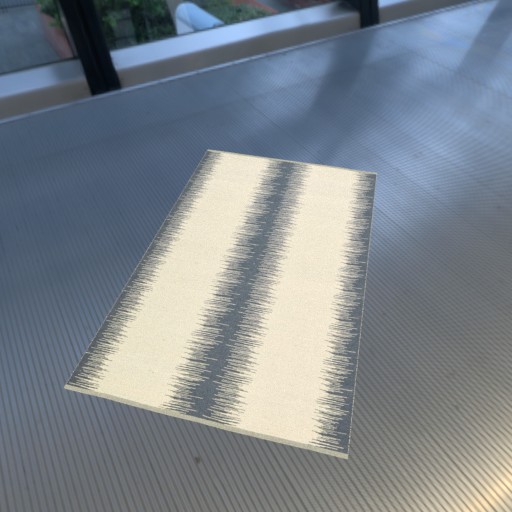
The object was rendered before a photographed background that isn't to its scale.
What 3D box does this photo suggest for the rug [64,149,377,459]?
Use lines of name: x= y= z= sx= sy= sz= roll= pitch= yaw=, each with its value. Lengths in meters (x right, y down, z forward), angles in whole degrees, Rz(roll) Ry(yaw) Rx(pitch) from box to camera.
rug: x=0.000 y=0.000 z=3.084 sx=1.519 sy=0.003 sz=2.453 roll=10 pitch=46 yaw=10
